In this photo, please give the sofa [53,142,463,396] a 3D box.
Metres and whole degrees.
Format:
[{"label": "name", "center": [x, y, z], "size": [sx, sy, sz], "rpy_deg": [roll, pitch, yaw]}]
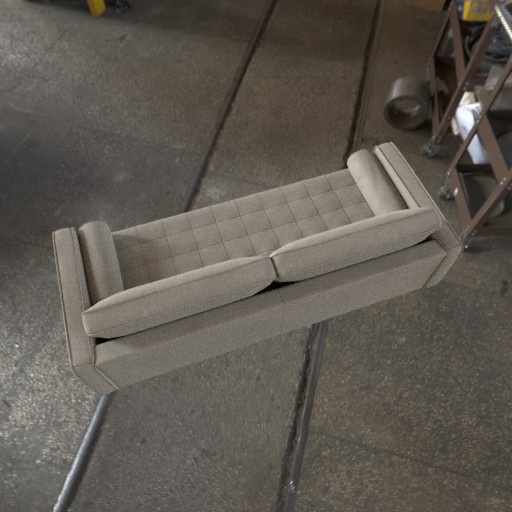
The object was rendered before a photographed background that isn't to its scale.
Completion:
[{"label": "sofa", "center": [0.000, 0.000, 2.682], "size": [2.211, 0.762, 0.914], "rpy_deg": [-17, 61, -10]}]
